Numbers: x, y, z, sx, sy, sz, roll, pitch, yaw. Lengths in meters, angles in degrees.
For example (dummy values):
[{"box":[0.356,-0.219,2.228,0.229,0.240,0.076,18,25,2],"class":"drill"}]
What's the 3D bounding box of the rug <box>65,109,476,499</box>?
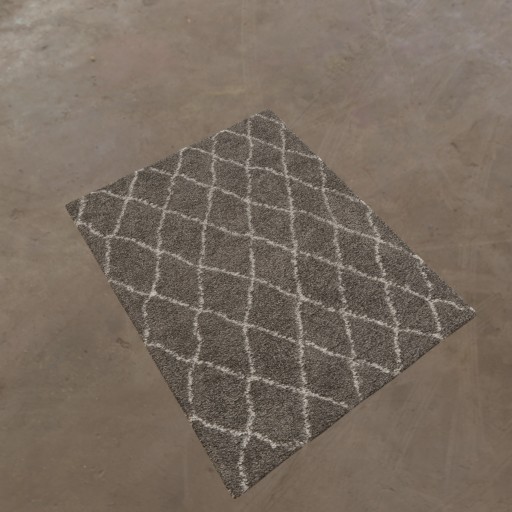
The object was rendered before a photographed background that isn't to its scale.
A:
[{"box":[0.000,0.000,4.016,2.438,0.029,3.047,-30,64,-17],"class":"rug"}]
